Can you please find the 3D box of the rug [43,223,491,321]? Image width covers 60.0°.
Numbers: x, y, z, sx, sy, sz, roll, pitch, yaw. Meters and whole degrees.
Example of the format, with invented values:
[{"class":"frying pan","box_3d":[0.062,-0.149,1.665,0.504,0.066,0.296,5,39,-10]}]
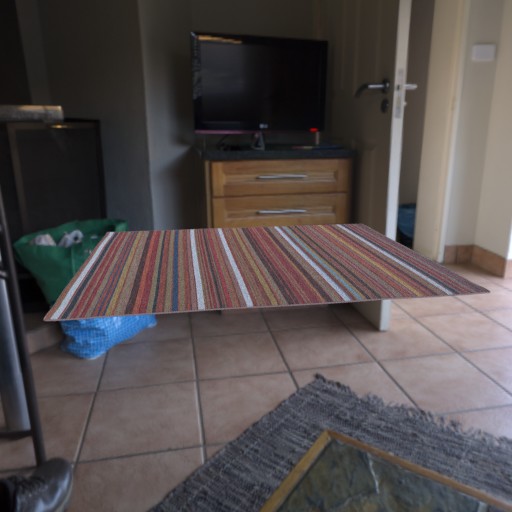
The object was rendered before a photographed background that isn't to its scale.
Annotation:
[{"class":"rug","box_3d":[0.000,0.000,4.154,3.092,0.023,2.479,-2,16,-8]}]
